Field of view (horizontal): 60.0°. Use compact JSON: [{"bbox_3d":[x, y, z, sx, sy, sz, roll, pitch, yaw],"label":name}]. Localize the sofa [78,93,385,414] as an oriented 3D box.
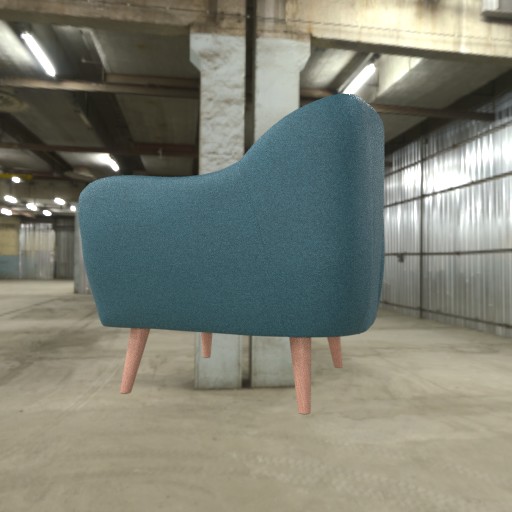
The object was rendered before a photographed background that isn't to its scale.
[{"bbox_3d":[0.000,0.000,1.476,0.825,0.817,0.836,-1,-2,20],"label":"sofa"}]
